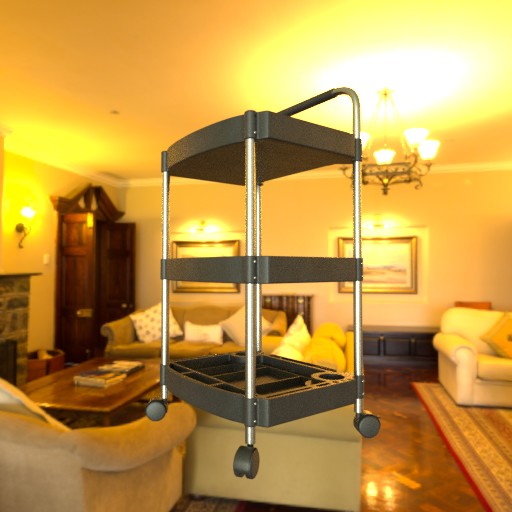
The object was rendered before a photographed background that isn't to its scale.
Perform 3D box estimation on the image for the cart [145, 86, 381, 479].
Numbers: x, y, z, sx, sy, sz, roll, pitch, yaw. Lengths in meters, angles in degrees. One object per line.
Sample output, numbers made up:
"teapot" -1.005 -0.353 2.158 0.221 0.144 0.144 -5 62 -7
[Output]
"cart" 0.000 0.000 1.407 0.518 1.075 0.584 1 -2 -37
